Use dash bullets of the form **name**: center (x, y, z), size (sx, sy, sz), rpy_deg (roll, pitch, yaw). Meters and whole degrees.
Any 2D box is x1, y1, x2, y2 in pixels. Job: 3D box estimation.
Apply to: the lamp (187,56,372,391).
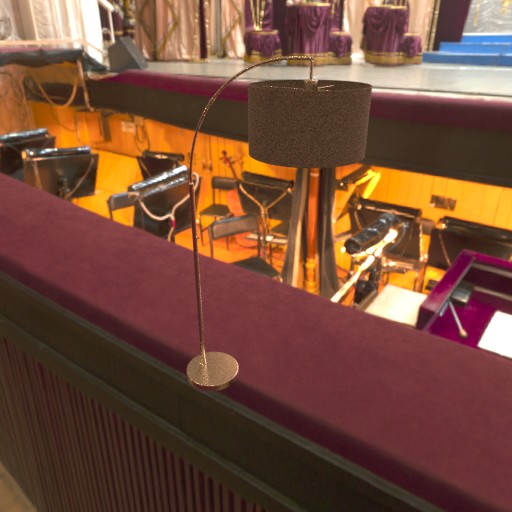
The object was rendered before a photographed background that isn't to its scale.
- **lamp**: center (0.000, 0.000, 2.101), size (0.934, 1.735, 0.452), rpy_deg (17, 31, 31)
